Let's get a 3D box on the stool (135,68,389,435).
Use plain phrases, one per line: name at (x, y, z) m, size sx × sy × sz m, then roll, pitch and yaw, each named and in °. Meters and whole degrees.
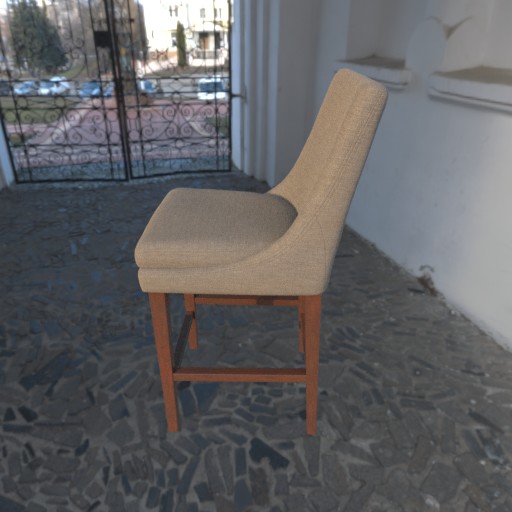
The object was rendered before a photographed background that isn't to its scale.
stool at (0.000, 0.000, 1.287) m, size 0.577 × 0.981 × 0.470 m, roll 1°, pitch 27°, yaw 1°
